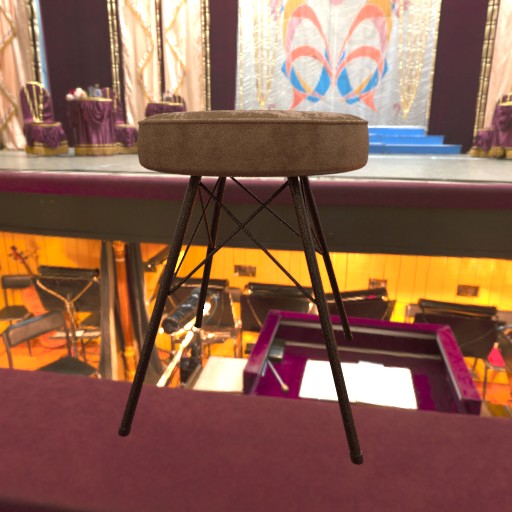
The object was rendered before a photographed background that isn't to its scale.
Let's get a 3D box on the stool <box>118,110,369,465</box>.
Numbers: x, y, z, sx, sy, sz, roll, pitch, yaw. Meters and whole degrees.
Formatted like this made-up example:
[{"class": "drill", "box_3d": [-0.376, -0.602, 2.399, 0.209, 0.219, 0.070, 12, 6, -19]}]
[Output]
[{"class": "stool", "box_3d": [0.000, 0.000, 0.875, 0.423, 0.538, 0.457, 3, 16, 9]}]
